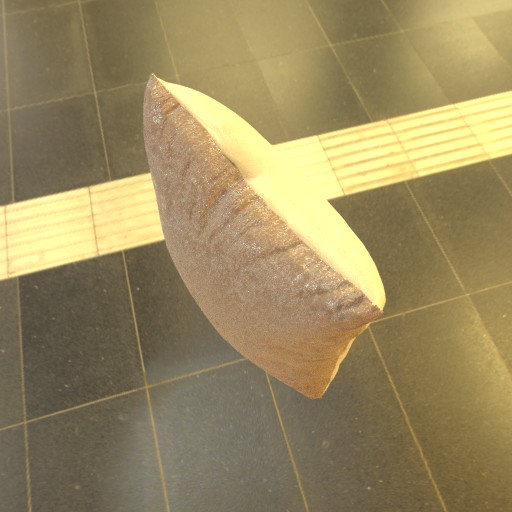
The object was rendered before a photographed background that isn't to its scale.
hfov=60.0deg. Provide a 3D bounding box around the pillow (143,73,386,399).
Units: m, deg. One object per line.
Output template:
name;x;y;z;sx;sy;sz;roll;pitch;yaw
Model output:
pillow;0.000;0.000;0.725;0.245;0.448;0.450;-33;68;-15
